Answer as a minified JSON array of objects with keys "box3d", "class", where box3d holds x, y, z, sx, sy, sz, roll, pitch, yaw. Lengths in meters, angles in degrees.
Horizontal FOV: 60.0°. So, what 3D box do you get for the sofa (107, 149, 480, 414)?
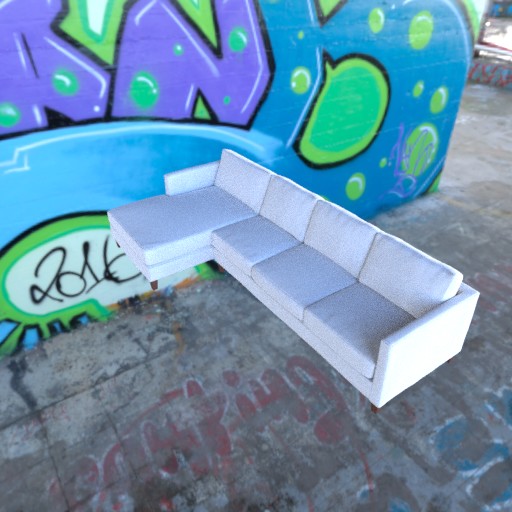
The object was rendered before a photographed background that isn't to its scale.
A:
[{"box3d":[0.000,0.000,3.921,1.625,0.861,3.186,-21,39,-28],"class":"sofa"}]
